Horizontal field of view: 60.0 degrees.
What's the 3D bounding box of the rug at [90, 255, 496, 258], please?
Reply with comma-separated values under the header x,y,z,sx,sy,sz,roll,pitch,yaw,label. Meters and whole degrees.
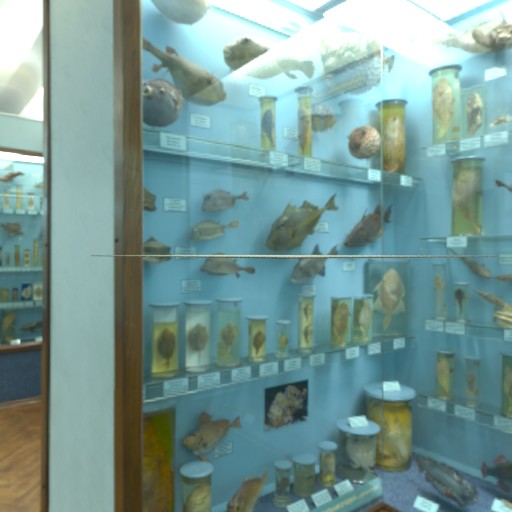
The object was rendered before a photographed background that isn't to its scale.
x,y,z,sx,sy,sz,roll,pitch,yaw,label
0.000,0.000,2.977,1.521,0.006,2.435,0,0,-36,rug
